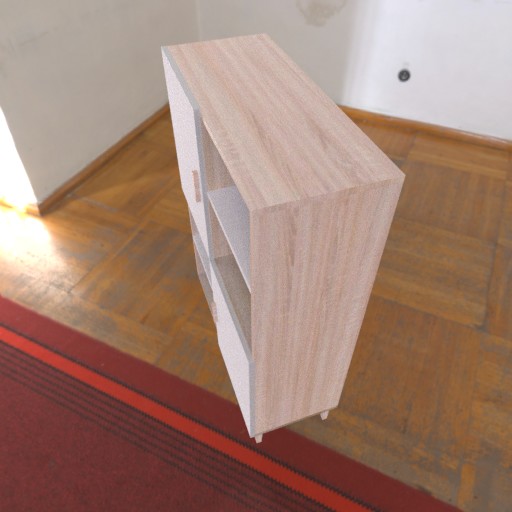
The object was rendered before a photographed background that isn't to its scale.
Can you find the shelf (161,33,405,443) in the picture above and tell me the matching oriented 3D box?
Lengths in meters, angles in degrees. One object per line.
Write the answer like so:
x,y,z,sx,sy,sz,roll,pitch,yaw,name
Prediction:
0.000,0.000,1.872,0.434,1.405,0.995,-14,48,-13,shelf
